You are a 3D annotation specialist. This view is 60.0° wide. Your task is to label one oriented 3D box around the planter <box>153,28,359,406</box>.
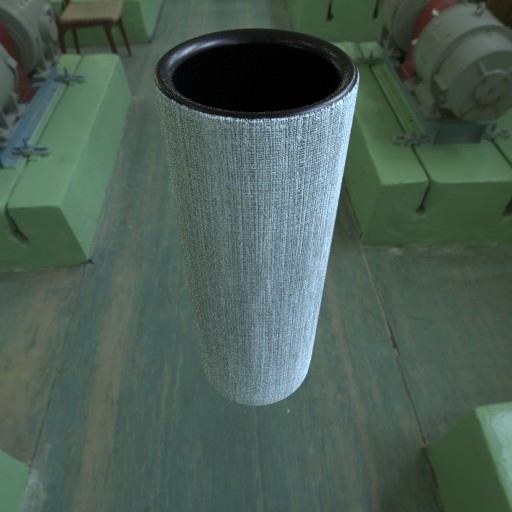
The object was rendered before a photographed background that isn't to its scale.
[{"bbox_3d":[0.000,0.000,0.313,0.100,0.270,0.100,-4,47,-3],"label":"planter"}]
